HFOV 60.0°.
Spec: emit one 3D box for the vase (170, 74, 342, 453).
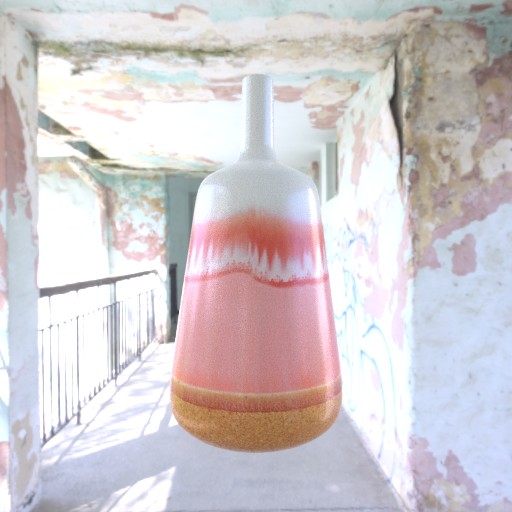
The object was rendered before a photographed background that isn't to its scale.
[{"bbox_3d":[0.000,0.000,0.375,0.144,0.296,0.144,0,1,0],"label":"vase"}]
